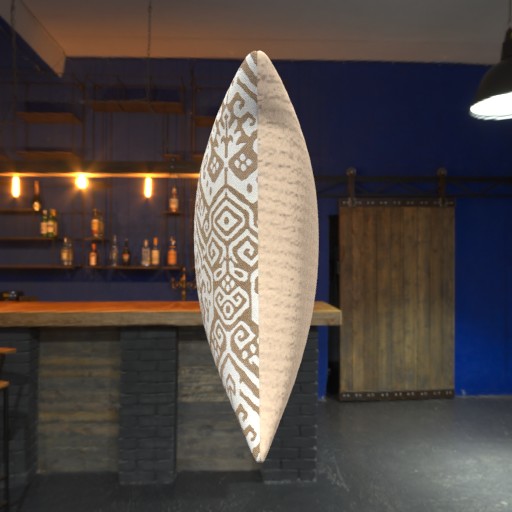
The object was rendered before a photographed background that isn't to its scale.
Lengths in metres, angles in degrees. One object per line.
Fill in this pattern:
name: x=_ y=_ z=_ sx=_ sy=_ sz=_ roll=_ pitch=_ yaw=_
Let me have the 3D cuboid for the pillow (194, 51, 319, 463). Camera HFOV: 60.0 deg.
pillow: x=0.000 y=0.000 z=0.643 sx=0.173 sy=0.407 sz=0.419 roll=0 pitch=0 yaw=-1
